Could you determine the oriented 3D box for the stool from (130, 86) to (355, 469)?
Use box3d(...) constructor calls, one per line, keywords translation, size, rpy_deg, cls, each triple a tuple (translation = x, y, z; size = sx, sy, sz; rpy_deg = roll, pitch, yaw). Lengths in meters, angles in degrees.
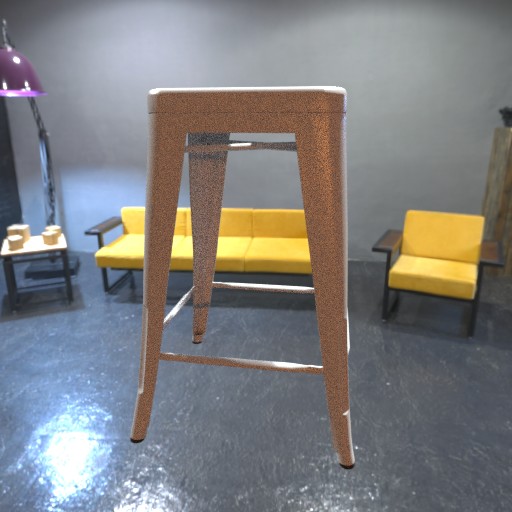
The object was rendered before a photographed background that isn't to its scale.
box3d(translation=(0.000, 0.000, 0.878), size=(0.406, 0.610, 0.406), rpy_deg=(3, 17, 9), cls="stool")
